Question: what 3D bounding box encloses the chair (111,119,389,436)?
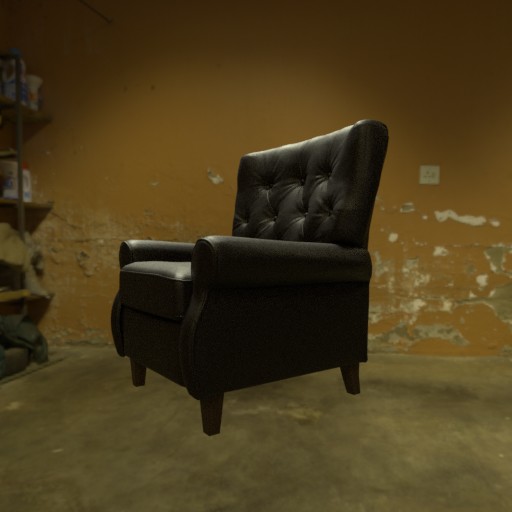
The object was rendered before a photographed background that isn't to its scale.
[{"bbox_3d":[0.000,0.000,1.957,1.058,1.158,0.948,-1,1,-36],"label":"chair"}]
